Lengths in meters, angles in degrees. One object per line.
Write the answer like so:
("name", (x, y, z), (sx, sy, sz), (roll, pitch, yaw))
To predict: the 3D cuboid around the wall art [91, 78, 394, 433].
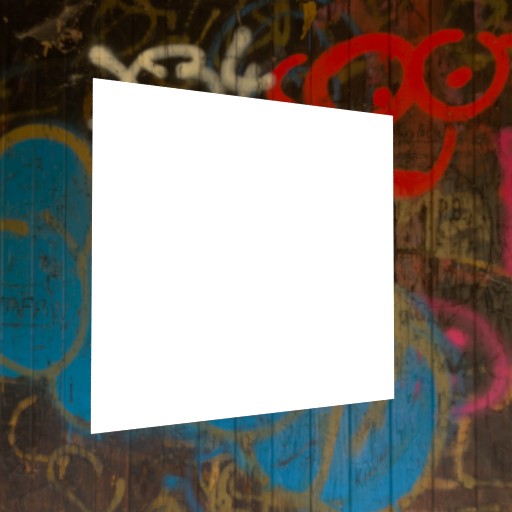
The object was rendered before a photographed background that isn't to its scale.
("wall art", (0.000, 0.000, 0.513), (0.355, 0.355, 0.027), (0, -1, -19))
